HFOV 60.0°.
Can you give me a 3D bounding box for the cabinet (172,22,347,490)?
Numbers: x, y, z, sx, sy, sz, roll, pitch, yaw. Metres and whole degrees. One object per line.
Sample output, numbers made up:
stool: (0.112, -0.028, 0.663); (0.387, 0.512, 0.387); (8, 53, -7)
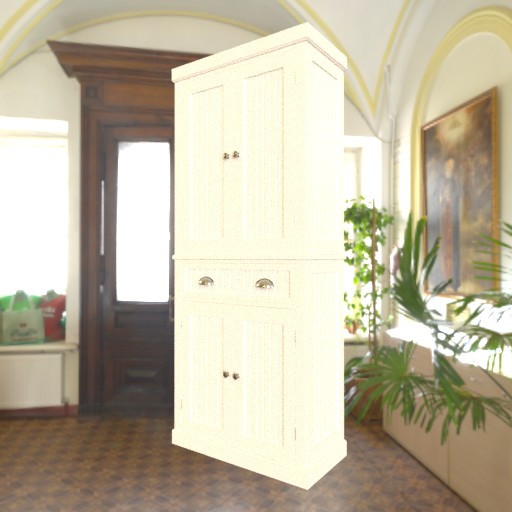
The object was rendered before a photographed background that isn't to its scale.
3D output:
cabinet: (0.000, 0.000, 2.097); (0.754, 1.829, 0.390); (0, 0, 35)
